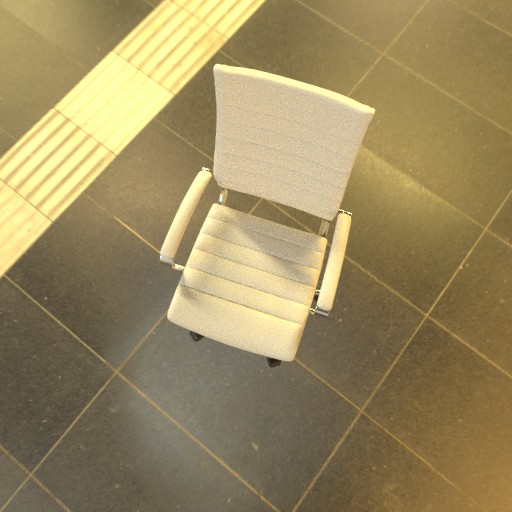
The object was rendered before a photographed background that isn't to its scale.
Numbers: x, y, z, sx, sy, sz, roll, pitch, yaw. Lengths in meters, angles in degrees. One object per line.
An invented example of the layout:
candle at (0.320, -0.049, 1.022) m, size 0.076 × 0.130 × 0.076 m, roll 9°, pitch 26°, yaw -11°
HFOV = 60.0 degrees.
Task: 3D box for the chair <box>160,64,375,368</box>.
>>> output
chair at (0.000, 0.000, 1.603) m, size 0.679 × 1.149 × 0.679 m, roll 18°, pitch 75°, yaw 5°
